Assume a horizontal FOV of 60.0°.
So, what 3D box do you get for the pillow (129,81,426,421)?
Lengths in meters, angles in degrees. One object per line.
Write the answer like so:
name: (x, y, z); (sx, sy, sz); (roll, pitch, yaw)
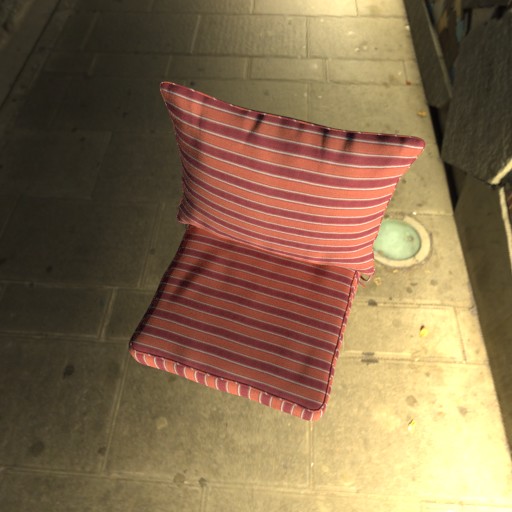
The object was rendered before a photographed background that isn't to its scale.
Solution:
pillow: (0.000, 0.000, 1.418); (0.799, 0.723, 0.733); (16, 59, 10)
